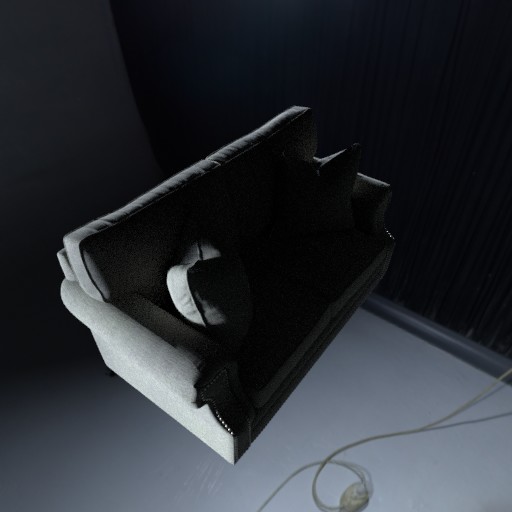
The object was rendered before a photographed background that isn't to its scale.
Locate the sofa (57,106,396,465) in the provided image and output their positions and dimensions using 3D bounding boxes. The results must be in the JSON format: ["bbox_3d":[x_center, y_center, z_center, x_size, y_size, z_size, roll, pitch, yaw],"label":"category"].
[{"bbox_3d":[0.000,0.000,2.293,0.966,0.966,1.701,26,48,27],"label":"sofa"}]
